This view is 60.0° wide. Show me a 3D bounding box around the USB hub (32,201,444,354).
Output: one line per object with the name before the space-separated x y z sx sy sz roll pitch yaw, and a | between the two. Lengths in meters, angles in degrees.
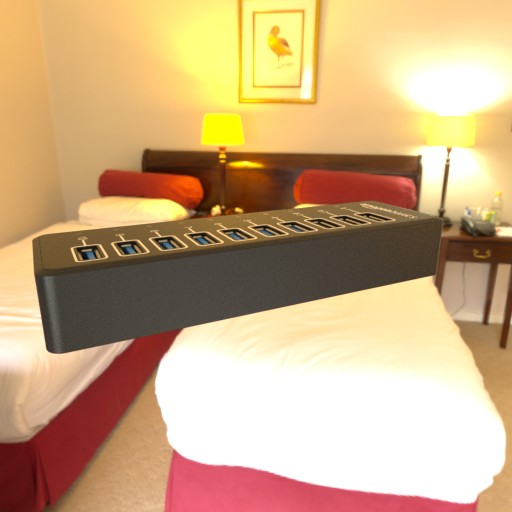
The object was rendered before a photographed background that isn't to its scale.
USB hub | 0.000 0.000 0.163 0.145 0.023 0.044 -9 20 -25
